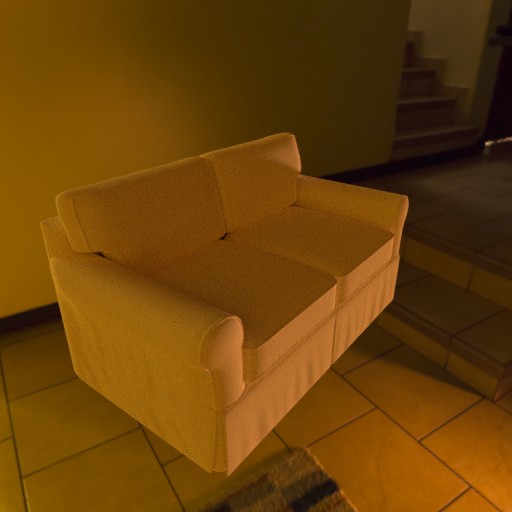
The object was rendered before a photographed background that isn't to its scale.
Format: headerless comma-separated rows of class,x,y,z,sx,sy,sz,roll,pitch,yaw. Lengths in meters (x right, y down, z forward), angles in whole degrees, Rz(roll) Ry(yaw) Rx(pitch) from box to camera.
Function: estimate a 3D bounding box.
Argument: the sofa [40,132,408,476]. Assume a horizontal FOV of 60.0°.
sofa,0.000,0.000,2.259,0.991,0.940,1.727,19,32,33
